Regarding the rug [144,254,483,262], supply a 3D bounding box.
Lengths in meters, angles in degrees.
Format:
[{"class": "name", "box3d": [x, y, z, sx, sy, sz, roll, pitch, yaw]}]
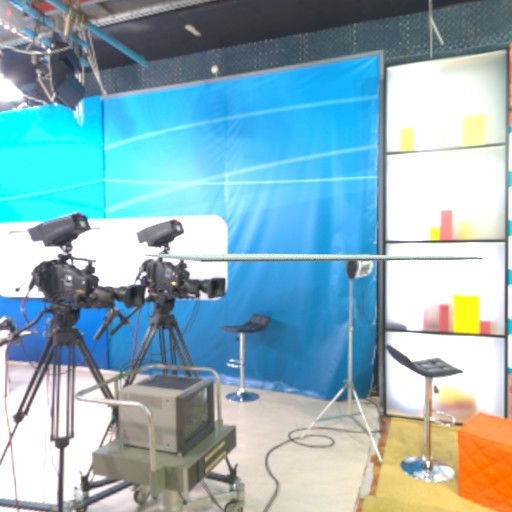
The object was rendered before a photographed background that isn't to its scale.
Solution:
[{"class": "rug", "box3d": [0.000, 0.000, 1.417, 0.604, 0.007, 1.219, 0, 1, -19]}]
